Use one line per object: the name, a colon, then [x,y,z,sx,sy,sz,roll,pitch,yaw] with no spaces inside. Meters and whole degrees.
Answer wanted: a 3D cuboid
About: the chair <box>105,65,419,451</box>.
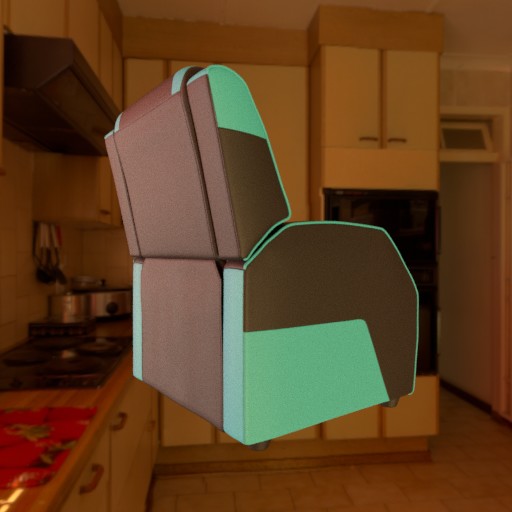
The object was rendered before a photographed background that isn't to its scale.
chair: [0.000,0.000,1.257,0.672,0.805,0.620,0,1,-36]
